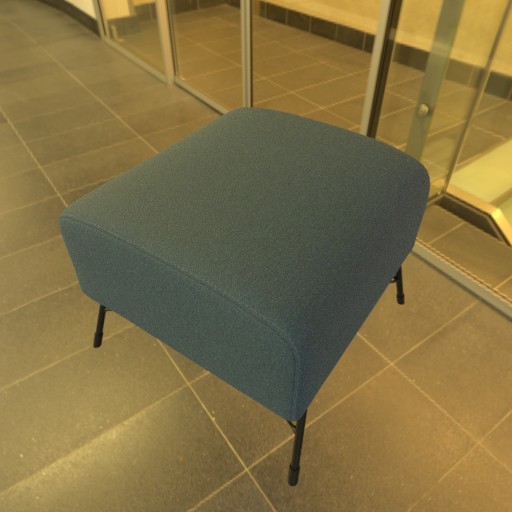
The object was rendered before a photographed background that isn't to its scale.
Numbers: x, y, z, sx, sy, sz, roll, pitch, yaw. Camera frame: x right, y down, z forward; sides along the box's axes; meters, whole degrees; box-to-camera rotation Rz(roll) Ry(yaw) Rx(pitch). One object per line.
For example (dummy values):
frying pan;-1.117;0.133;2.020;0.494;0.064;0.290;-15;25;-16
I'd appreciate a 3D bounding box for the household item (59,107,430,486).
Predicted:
household item;0.000;0.000;0.900;0.530;0.420;0.530;25;48;25
